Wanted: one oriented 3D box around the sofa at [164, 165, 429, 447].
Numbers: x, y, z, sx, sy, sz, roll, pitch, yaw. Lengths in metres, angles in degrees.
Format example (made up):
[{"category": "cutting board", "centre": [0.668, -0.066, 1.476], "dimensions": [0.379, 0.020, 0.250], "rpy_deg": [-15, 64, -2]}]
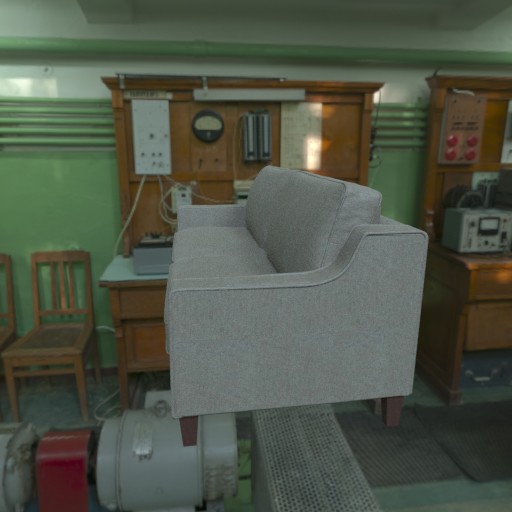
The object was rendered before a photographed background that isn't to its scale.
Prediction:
[{"category": "sofa", "centre": [0.000, 0.000, 2.793], "dimensions": [1.073, 1.074, 2.181], "rpy_deg": [-2, 15, -9]}]
